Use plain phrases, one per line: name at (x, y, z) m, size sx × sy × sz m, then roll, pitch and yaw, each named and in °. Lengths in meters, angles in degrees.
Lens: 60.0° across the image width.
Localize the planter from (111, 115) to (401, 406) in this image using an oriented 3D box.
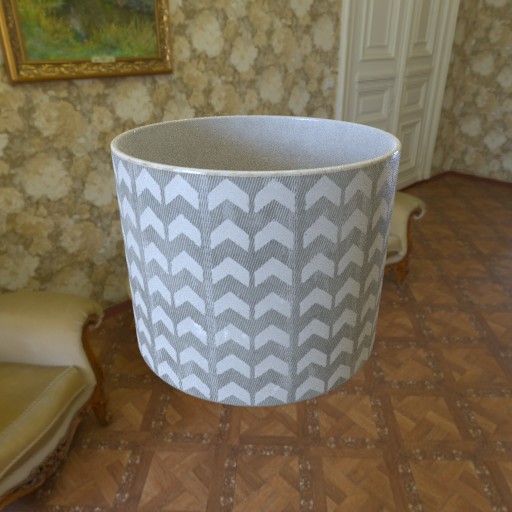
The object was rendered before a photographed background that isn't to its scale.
planter at (0.000, 0.000, 0.448) m, size 0.250 × 0.239 × 0.250 m, roll 0°, pitch 26°, yaw 0°
